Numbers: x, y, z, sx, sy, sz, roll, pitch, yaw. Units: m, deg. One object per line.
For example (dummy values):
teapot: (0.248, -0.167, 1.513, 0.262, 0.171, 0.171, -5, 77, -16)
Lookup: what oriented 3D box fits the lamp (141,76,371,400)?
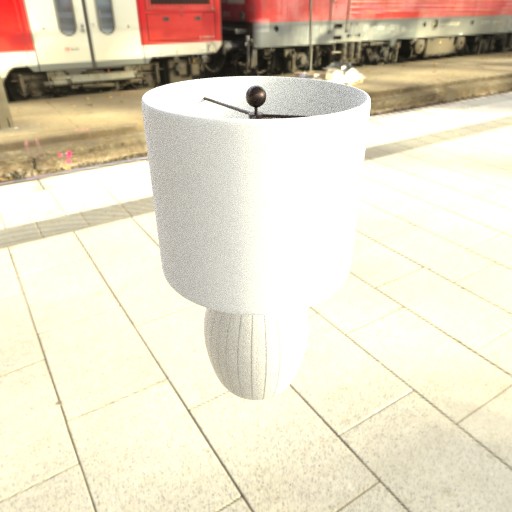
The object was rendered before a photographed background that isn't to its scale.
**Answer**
lamp: (0.000, 0.000, 0.784, 0.328, 0.570, 0.328, 0, 30, 0)
